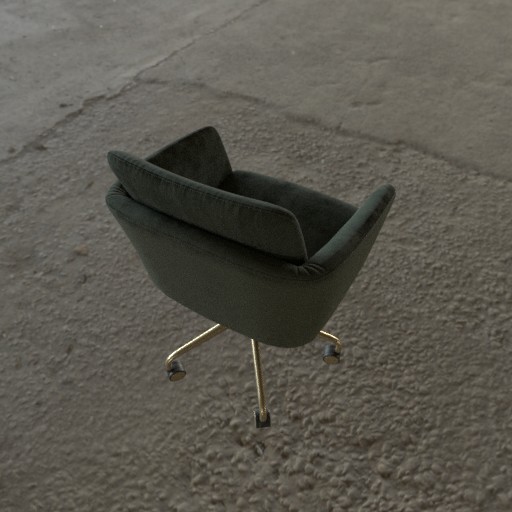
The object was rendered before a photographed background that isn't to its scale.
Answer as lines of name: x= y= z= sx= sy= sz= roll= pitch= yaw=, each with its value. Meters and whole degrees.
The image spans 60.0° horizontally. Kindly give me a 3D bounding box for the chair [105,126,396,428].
chair: x=0.000 y=0.000 z=1.341 sx=0.641 sy=0.908 sz=0.635 roll=22 pitch=50 yaw=20
